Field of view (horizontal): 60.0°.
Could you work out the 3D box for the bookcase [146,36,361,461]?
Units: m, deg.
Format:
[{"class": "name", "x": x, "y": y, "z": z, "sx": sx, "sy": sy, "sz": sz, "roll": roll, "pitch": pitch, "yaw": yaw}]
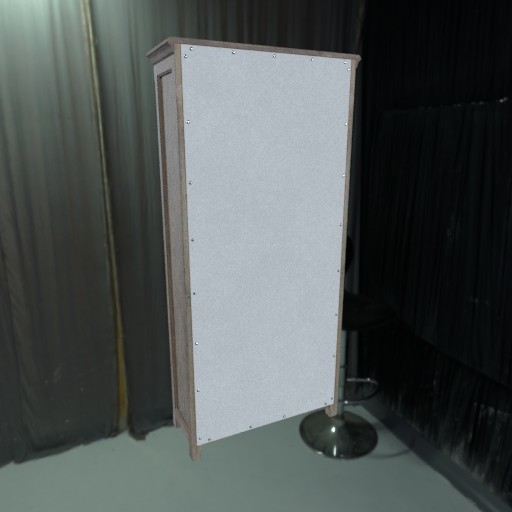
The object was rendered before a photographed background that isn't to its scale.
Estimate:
[{"class": "bookcase", "x": 0.000, "y": 0.000, "z": 2.231, "sx": 0.906, "sy": 1.880, "sz": 0.348, "roll": -7, "pitch": 17, "yaw": -25}]
